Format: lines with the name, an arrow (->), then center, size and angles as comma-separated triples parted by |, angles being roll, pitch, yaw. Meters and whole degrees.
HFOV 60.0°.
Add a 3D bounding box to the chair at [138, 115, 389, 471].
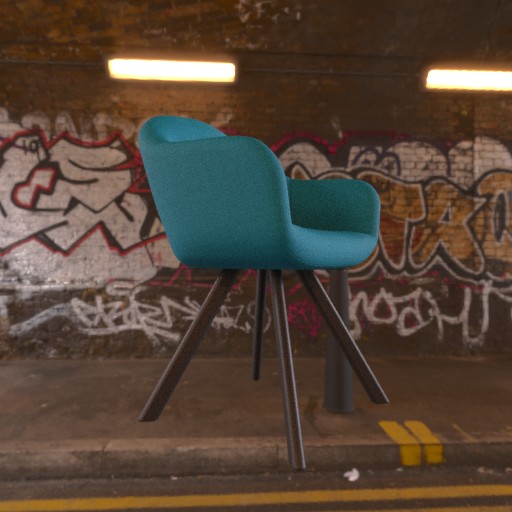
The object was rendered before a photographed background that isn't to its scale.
chair -> 0.000, 0.000, 1.169 | 0.550, 0.795, 0.590 | 0, -1, 35
